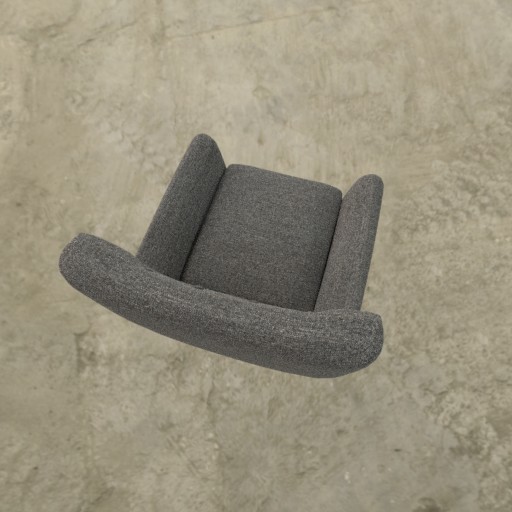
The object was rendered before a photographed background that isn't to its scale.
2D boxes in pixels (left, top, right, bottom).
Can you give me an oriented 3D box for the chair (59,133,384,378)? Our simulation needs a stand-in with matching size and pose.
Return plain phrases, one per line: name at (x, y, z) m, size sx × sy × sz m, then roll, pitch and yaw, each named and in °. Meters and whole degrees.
chair at (0.000, 0.000, 1.739) m, size 0.889 × 1.039 × 0.940 m, roll 15°, pitch 65°, yaw 7°
